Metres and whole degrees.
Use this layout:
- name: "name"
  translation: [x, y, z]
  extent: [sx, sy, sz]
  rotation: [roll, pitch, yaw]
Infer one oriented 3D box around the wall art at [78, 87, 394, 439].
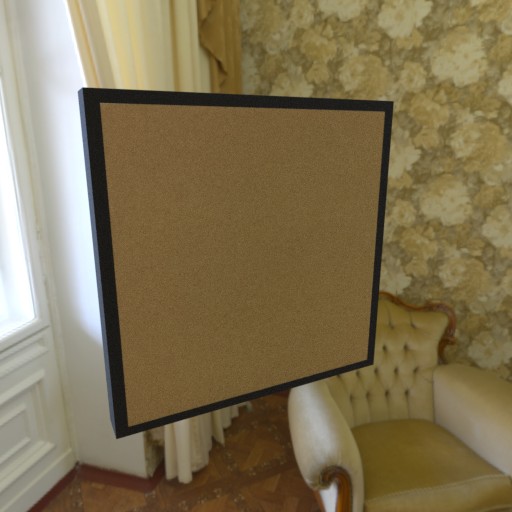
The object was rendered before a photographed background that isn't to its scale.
- name: "wall art"
  translation: [0.000, 0.000, 0.449]
  extent: [0.305, 0.304, 0.033]
  rotation: [-8, 17, -26]
